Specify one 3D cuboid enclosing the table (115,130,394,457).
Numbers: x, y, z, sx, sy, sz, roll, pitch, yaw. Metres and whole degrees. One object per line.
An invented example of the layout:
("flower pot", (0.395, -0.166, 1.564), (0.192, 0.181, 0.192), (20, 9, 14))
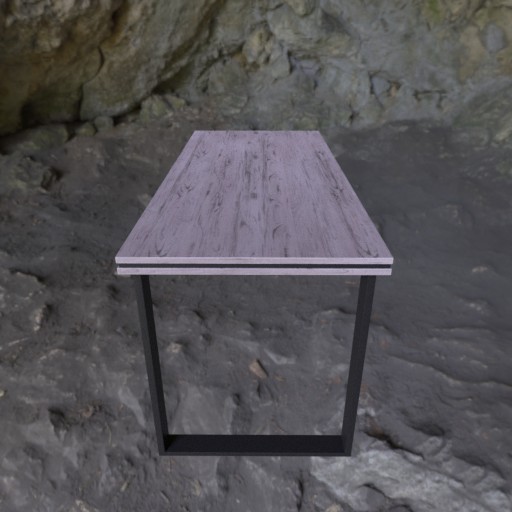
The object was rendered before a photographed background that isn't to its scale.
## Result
("table", (0.000, 0.000, 2.260), (0.795, 0.899, 1.778), (0, 27, 0))
